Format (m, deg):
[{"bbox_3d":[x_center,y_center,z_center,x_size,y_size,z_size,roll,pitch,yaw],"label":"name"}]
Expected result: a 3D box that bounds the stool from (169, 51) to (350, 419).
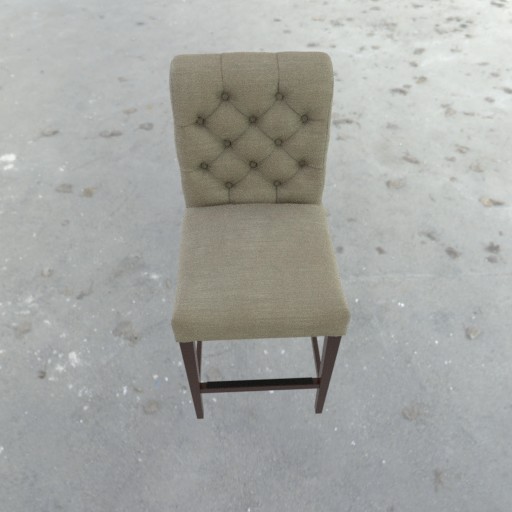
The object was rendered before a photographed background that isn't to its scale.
[{"bbox_3d":[0.000,0.000,1.466,0.486,1.084,0.660,-2,47,-2],"label":"stool"}]
